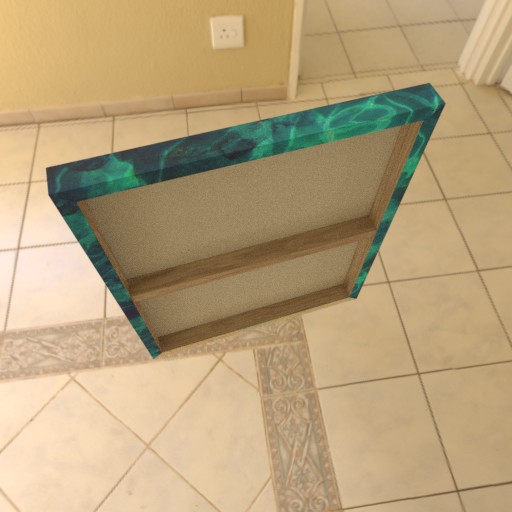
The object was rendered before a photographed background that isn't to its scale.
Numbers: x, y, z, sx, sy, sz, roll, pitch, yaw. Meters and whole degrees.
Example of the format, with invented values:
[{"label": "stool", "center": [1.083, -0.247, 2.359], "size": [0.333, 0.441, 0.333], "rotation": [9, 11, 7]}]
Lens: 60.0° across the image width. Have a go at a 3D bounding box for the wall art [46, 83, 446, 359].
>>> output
[{"label": "wall art", "center": [0.000, 0.000, 0.688], "size": [0.432, 0.508, 0.038], "rotation": [-15, 60, -9]}]
